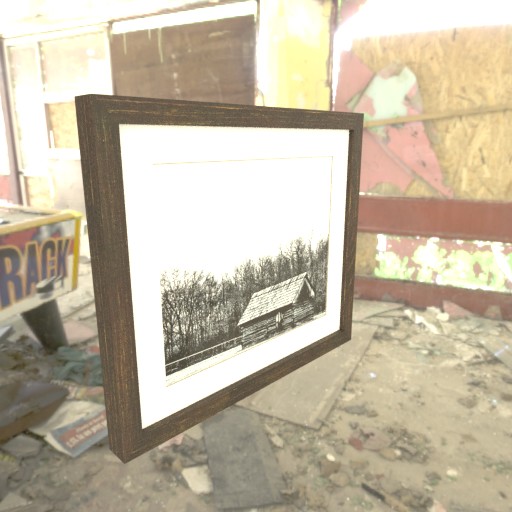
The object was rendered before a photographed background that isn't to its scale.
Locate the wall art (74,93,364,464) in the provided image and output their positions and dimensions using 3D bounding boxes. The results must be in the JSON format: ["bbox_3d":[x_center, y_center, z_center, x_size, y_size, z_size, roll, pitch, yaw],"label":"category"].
[{"bbox_3d":[0.000,0.000,0.517,0.381,0.330,0.031,-14,20,-43],"label":"wall art"}]
